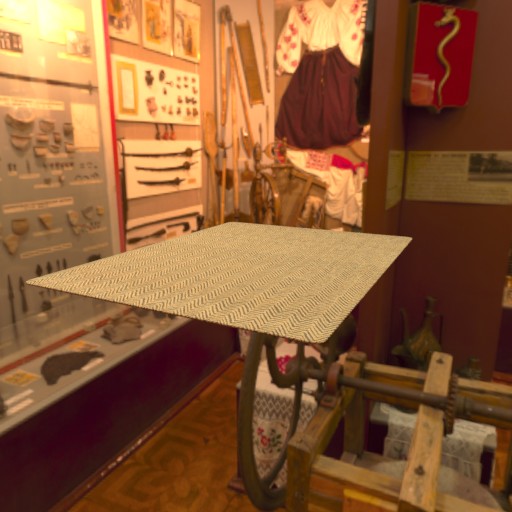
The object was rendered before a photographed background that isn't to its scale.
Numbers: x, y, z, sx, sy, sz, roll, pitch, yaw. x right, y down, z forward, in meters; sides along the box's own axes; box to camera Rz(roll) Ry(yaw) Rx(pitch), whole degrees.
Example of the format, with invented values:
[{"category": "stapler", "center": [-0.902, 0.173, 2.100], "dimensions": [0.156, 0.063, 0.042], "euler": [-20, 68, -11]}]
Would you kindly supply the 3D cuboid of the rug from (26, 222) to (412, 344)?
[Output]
[{"category": "rug", "center": [0.000, 0.000, 4.281], "dimensions": [2.439, 0.014, 3.207], "euler": [7, 15, 26]}]
